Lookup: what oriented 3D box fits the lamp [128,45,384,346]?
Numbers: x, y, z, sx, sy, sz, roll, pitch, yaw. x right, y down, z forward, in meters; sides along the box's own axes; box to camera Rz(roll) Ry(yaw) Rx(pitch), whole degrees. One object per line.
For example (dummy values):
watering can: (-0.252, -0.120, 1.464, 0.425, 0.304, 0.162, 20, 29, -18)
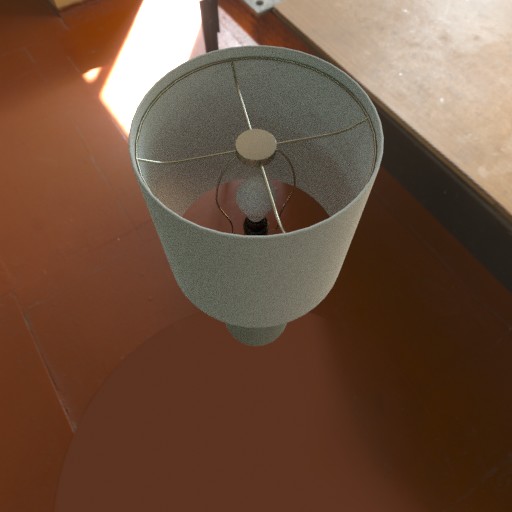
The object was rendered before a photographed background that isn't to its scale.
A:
lamp: (0.000, 0.000, 0.596, 0.220, 0.475, 0.220, 1, 62, 0)
